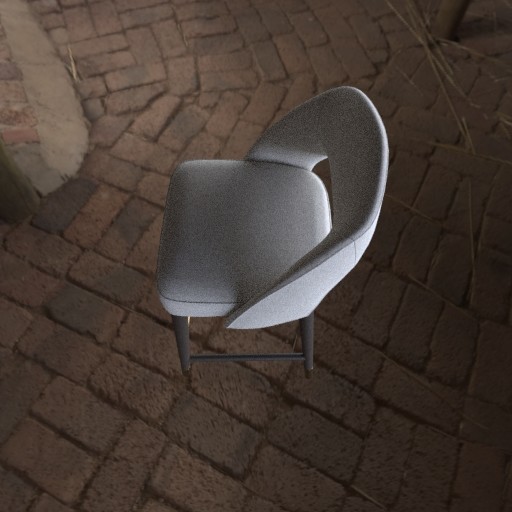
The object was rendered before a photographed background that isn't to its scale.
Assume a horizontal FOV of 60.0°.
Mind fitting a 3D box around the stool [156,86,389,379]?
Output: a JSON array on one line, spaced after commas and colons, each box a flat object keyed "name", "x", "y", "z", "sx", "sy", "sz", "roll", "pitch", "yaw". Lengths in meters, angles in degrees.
[{"name": "stool", "x": 0.000, "y": 0.000, "z": 1.260, "sx": 0.509, "sy": 0.940, "sz": 0.494, "roll": 1, "pitch": 60, "yaw": 1}]
